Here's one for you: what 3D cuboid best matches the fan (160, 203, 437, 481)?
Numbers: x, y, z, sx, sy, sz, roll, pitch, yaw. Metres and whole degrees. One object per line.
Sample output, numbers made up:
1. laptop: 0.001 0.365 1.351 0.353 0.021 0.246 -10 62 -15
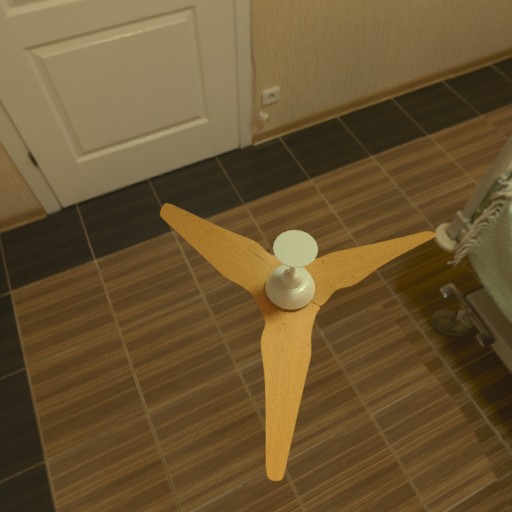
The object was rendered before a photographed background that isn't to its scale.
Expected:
1. fan: 0.000 0.000 1.629 1.010 0.355 1.142 31 63 18
